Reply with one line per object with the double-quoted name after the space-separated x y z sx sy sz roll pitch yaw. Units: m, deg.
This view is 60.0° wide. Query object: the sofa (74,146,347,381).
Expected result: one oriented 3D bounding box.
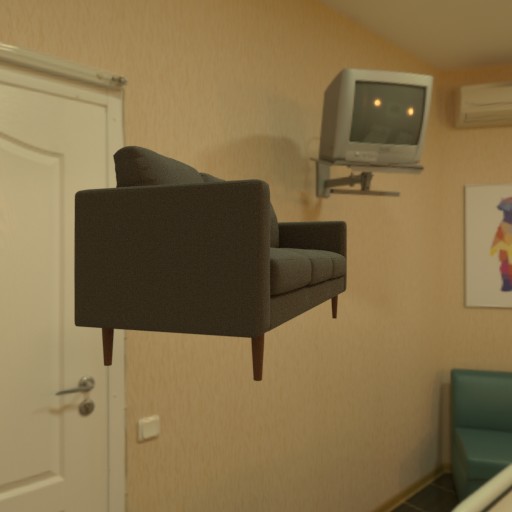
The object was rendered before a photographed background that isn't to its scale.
0.000 0.000 2.537 0.802 0.912 2.029 0 0 19 "sofa"
